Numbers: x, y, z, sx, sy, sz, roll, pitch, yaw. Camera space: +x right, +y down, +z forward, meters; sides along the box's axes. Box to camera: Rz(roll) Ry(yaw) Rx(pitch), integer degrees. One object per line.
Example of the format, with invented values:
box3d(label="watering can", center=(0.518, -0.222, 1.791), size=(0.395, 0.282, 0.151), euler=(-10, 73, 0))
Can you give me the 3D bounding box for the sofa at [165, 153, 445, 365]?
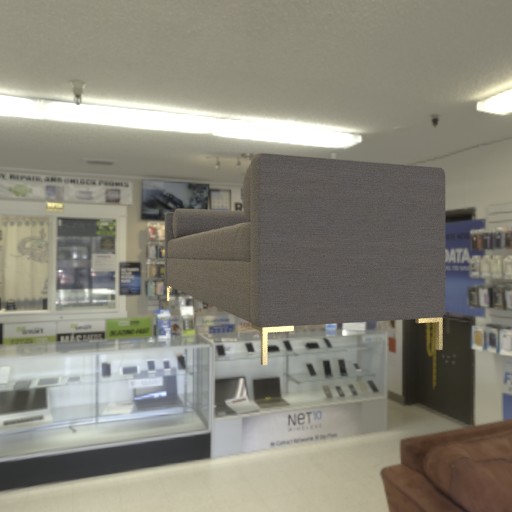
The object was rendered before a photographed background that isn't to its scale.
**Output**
box3d(label="sofa", center=(0.000, 0.000, 2.326), size=(0.686, 0.635, 1.981), euler=(0, 0, -19))
